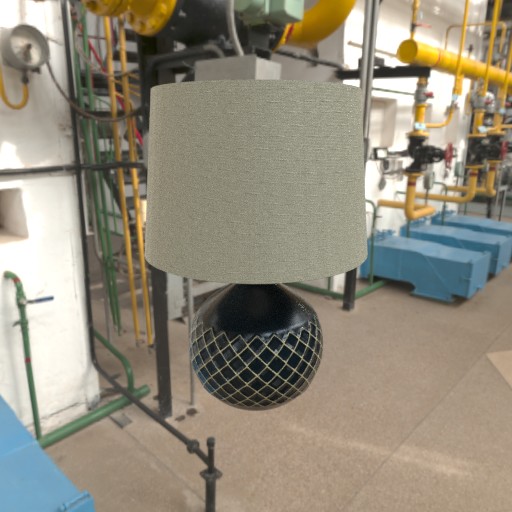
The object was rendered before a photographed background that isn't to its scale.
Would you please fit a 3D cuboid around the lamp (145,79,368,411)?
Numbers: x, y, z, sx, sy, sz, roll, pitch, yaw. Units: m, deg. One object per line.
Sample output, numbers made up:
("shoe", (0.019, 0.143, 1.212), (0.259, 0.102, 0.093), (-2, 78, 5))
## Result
("lamp", (0.000, 0.000, 0.772), (0.376, 0.540, 0.376), (0, 16, 0))
